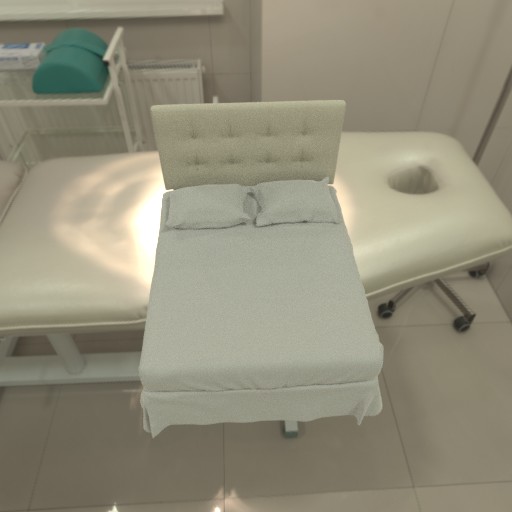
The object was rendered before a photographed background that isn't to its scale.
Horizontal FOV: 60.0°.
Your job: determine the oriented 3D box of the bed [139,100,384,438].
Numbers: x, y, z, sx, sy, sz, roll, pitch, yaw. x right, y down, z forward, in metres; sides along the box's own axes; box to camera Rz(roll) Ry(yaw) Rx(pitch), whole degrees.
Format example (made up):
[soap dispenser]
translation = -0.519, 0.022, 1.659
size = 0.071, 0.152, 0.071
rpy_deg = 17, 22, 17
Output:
[bed]
translation = 0.000, 0.000, 3.564
size = 1.936, 1.577, 2.222
rpy_deg = -2, 47, -2
